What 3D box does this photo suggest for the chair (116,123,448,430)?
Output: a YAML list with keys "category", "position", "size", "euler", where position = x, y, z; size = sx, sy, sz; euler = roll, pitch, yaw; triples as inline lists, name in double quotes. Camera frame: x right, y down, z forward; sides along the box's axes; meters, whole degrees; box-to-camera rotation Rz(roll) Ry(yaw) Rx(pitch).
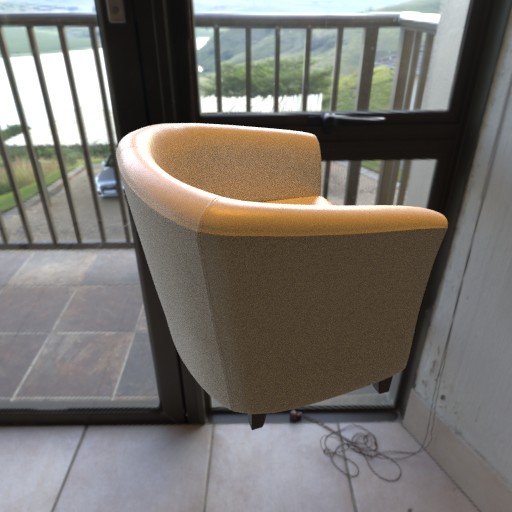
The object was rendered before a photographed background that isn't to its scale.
- category: "chair"
  position: [0.000, 0.000, 1.379]
  size: [0.727, 0.756, 0.792]
  euler: [-10, 32, -16]
